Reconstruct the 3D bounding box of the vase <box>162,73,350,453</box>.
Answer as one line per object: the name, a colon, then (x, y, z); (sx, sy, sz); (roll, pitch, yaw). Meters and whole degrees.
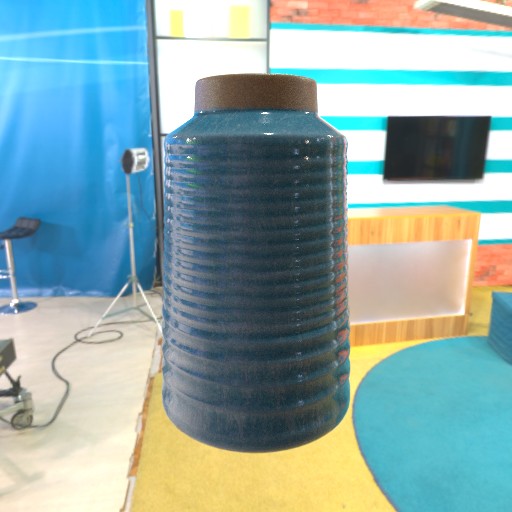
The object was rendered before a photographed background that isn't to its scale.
vase: (0.000, 0.000, 0.363); (0.163, 0.267, 0.163); (0, 14, 0)
